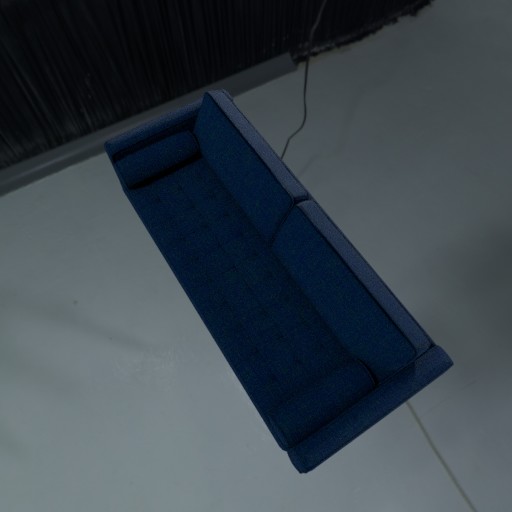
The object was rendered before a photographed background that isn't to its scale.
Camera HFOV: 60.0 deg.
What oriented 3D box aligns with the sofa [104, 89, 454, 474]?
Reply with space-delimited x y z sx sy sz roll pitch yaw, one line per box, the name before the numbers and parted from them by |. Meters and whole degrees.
sofa | 0.000 0.000 2.624 0.914 0.762 2.210 -30 67 -14
